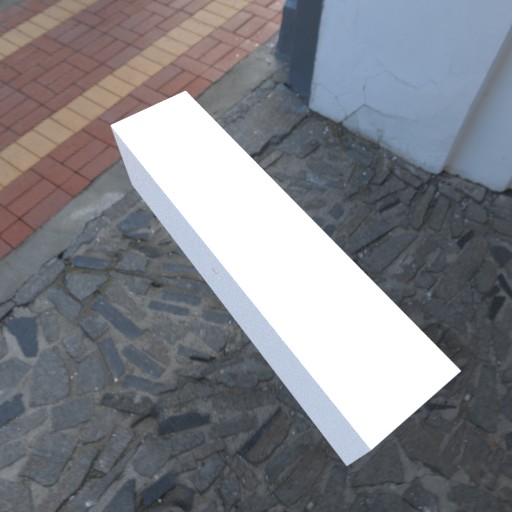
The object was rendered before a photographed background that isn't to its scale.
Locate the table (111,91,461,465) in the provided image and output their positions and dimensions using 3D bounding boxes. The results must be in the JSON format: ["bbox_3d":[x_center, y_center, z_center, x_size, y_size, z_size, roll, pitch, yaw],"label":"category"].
[{"bbox_3d":[0.000,0.000,1.858,0.390,0.420,1.650,-32,64,-18],"label":"table"}]
